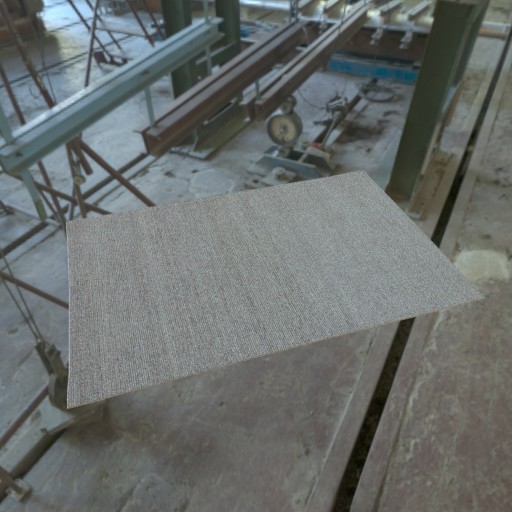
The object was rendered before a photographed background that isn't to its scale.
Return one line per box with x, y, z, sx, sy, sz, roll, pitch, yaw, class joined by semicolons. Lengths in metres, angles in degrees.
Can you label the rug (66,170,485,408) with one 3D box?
0.000;0.000;2.186;1.792;0.021;1.154;-12;43;-13;rug
